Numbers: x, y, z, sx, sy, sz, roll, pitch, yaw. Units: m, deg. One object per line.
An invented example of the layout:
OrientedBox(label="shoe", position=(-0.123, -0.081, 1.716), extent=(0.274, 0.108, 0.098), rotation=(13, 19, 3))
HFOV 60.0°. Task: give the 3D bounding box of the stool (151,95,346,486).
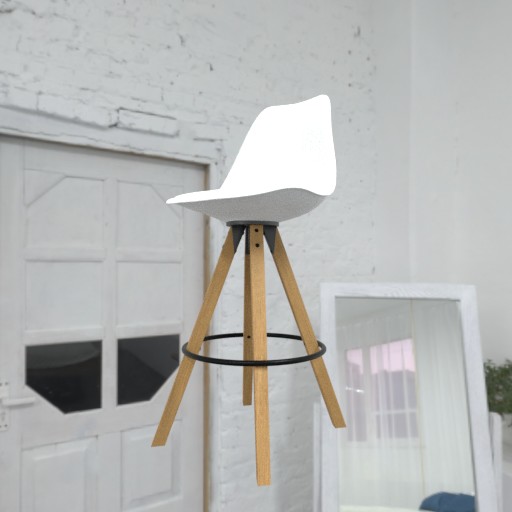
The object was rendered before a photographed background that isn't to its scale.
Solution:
OrientedBox(label="stool", position=(0.000, 0.000, 1.392), extent=(0.482, 1.115, 0.549), rotation=(0, 0, 35))
